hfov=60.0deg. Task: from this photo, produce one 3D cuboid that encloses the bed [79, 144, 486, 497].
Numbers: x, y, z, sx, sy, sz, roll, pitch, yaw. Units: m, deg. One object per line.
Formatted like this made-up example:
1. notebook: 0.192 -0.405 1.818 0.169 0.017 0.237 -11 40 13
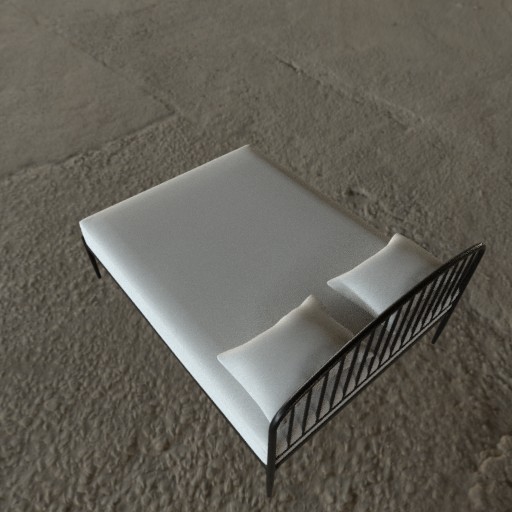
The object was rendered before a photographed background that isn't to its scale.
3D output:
1. bed: 0.000 0.000 2.999 1.618 1.166 2.159 -31 54 -26
